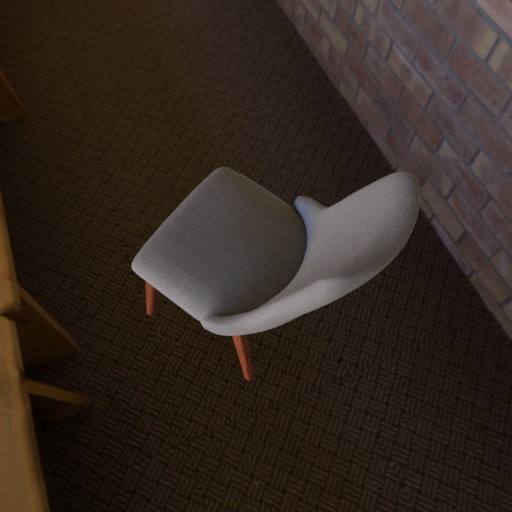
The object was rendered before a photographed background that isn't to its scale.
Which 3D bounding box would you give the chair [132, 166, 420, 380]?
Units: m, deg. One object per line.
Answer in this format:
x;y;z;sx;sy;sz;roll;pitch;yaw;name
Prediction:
0.000;0.000;1.350;0.707;0.918;0.535;33;67;15;chair
